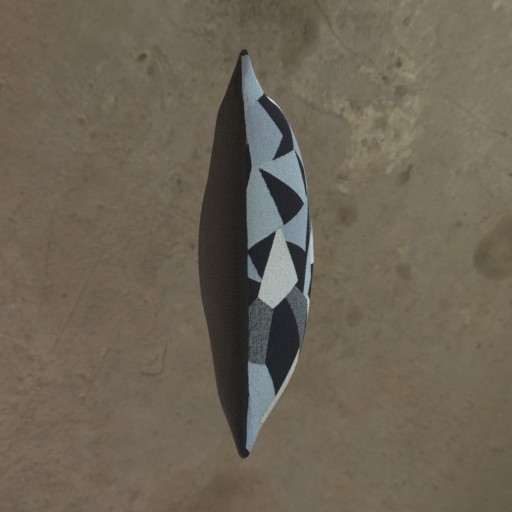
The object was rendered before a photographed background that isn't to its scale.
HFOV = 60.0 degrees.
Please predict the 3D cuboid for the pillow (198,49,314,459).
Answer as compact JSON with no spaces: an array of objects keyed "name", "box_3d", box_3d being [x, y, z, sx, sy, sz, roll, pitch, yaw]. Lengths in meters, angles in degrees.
[{"name":"pillow","box_3d":[0.000,0.000,0.767,0.208,0.496,0.503,0,91,1]}]
